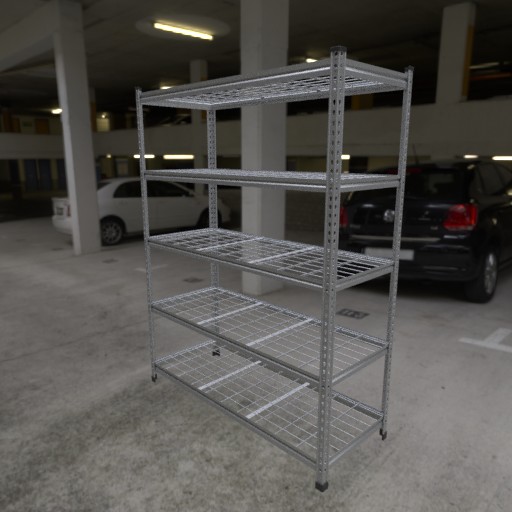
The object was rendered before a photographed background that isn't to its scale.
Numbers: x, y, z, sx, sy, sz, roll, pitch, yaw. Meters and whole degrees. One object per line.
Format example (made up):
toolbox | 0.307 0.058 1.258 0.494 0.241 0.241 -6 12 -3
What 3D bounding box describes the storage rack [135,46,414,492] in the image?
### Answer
storage rack | 0.000 0.000 2.636 0.610 1.981 1.524 -12 18 -43
